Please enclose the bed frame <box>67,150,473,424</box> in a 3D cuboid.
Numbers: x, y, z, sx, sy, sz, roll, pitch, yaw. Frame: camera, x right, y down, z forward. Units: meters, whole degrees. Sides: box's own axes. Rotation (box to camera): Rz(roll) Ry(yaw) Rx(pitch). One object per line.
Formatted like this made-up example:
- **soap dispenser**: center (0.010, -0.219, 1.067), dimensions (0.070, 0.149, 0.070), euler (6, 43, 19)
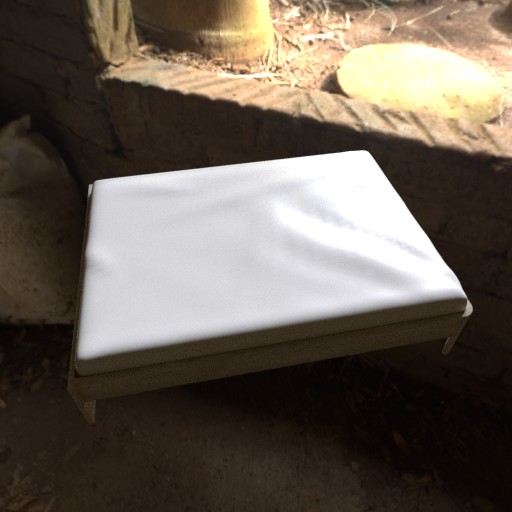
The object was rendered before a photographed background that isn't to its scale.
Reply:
- **bed frame**: center (0.000, 0.000, 2.634), dimensions (1.950, 0.462, 1.490), euler (-8, 46, -8)
